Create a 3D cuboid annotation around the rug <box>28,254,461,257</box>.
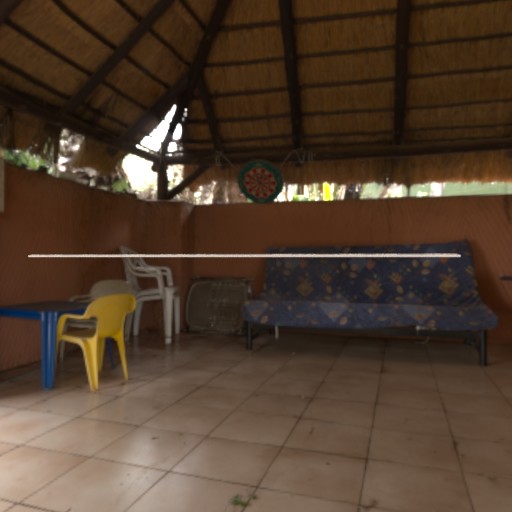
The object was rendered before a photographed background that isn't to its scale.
[{"bbox_3d":[0.000,0.000,2.347,1.824,0.012,1.206,0,0,17],"label":"rug"}]
